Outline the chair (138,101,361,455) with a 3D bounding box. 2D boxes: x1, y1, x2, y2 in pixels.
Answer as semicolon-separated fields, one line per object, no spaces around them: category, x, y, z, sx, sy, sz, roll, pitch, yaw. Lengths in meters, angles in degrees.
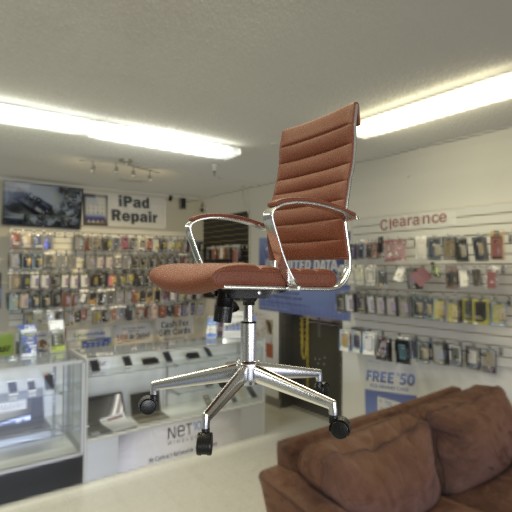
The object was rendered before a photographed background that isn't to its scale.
chair;0.000;0.000;1.642;0.739;1.149;0.766;1;-1;-35
